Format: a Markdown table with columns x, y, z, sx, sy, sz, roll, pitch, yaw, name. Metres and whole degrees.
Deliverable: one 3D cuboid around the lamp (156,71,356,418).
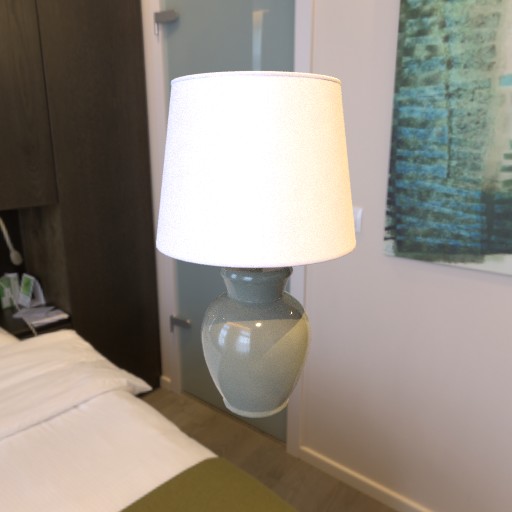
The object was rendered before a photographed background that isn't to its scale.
| x | y | z | sx | sy | sz | roll | pitch | yaw | name |
| --- | --- | --- | --- | --- | --- | --- | --- | --- | --- |
| 0.000 | 0.000 | 0.548 | 0.239 | 0.399 | 0.239 | 0 | 15 | 0 | lamp |
